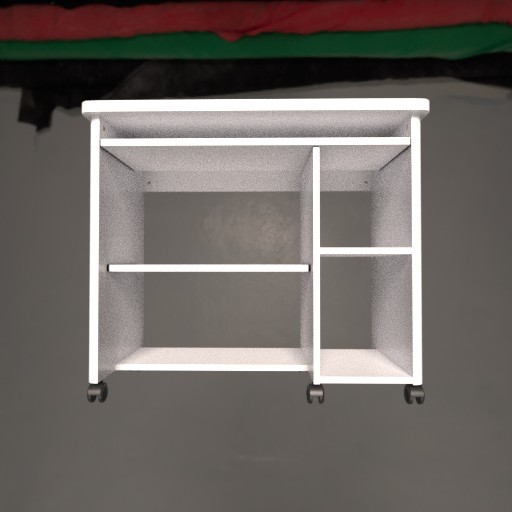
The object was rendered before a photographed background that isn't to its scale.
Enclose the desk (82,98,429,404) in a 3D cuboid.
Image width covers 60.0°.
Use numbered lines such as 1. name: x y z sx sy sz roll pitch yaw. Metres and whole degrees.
1. desk: 0.000 0.000 1.320 0.877 0.763 0.475 0 -1 1
